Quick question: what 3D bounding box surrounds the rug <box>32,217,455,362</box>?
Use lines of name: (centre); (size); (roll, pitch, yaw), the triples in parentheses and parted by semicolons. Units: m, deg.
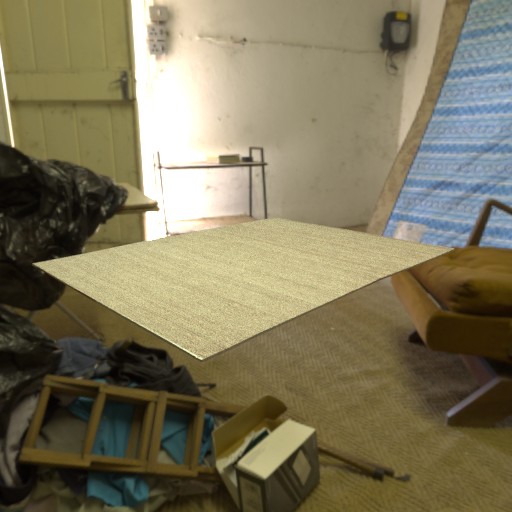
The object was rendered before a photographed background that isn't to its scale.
rug: (0.000, 0.000, 4.173); (3.202, 0.045, 2.434); (-15, 21, -43)
